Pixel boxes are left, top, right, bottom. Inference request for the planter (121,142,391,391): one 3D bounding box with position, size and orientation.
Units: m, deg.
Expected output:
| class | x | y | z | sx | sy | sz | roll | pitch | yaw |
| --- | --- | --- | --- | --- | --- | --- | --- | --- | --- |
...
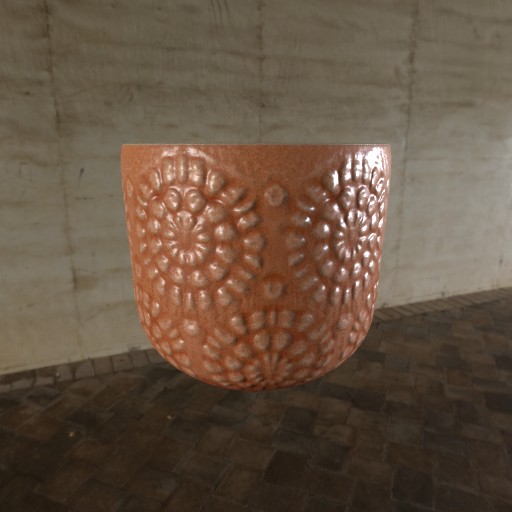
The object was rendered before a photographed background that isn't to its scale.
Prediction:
| class | x | y | z | sx | sy | sz | roll | pitch | yaw |
| --- | --- | --- | --- | --- | --- | --- | --- | --- | --- |
| planter | 0.000 | 0.000 | 0.223 | 0.124 | 0.109 | 0.124 | 0 | 14 | 0 |
